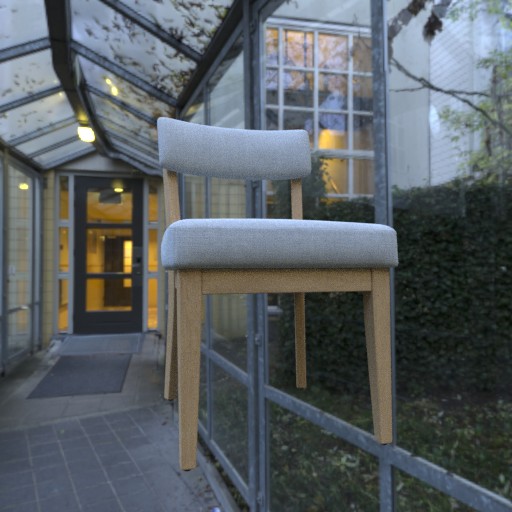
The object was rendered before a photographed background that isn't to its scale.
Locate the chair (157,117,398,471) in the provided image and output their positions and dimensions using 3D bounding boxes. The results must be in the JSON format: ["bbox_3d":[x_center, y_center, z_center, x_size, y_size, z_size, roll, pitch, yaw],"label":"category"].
[{"bbox_3d":[0.000,0.000,1.168,0.508,0.832,0.572,0,-1,-16],"label":"chair"}]
